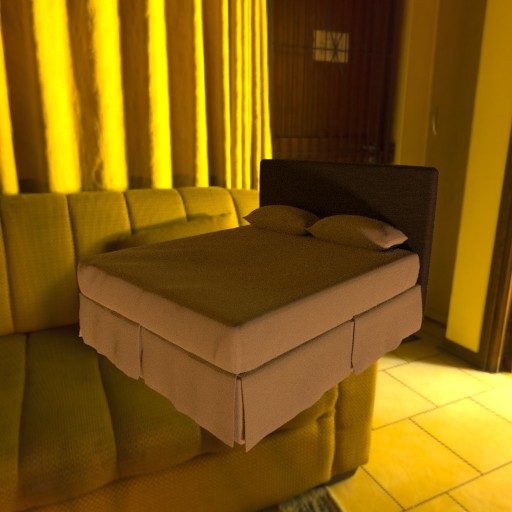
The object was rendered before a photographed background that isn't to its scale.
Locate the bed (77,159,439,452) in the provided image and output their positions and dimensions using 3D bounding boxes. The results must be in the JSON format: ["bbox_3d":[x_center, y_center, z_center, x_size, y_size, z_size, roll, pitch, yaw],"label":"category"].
[{"bbox_3d":[0.000,0.000,3.381,1.884,1.330,2.142,14,21,42],"label":"bed"}]
